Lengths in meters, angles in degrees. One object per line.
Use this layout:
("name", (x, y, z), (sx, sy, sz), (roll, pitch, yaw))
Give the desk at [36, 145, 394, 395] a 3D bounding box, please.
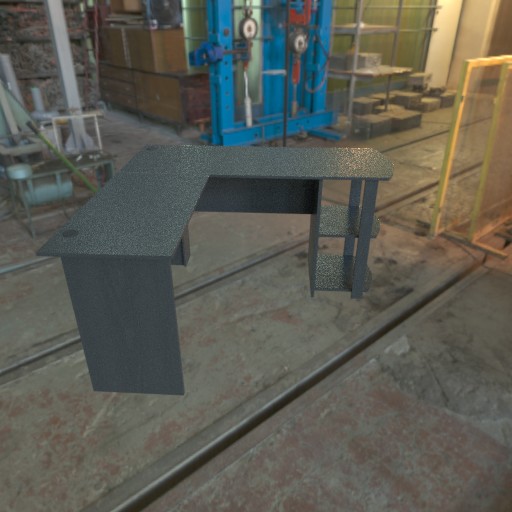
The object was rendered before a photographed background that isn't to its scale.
("desk", (0.000, 0.000, 2.150), (1.361, 0.716, 1.303), (2, 29, 3))
